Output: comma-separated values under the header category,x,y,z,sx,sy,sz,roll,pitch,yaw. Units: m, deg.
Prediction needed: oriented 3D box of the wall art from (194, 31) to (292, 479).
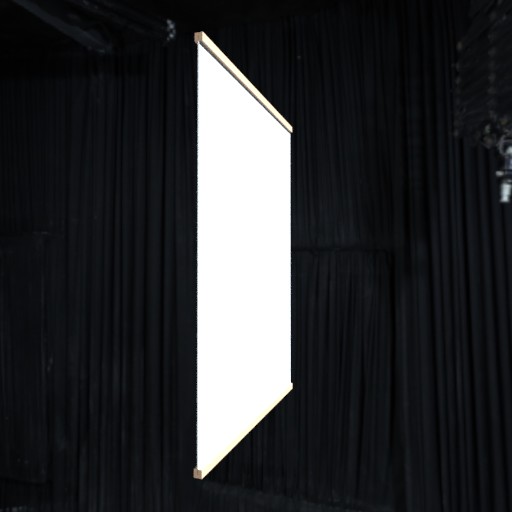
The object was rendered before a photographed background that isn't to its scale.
category,x,y,z,sx,sy,sz,roll,pitch,yaw
wall art,0.000,0.000,0.819,0.012,0.608,0.459,0,-1,20
